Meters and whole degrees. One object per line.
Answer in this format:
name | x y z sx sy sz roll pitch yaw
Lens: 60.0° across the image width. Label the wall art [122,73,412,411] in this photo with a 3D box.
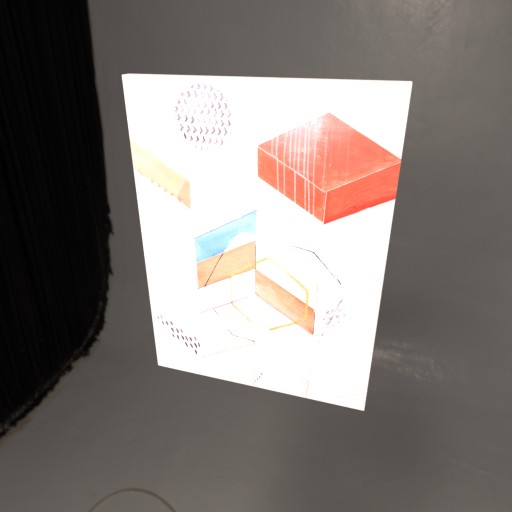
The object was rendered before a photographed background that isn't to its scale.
wall art | 0.000 0.000 1.630 0.914 1.221 0.046 8 28 15
